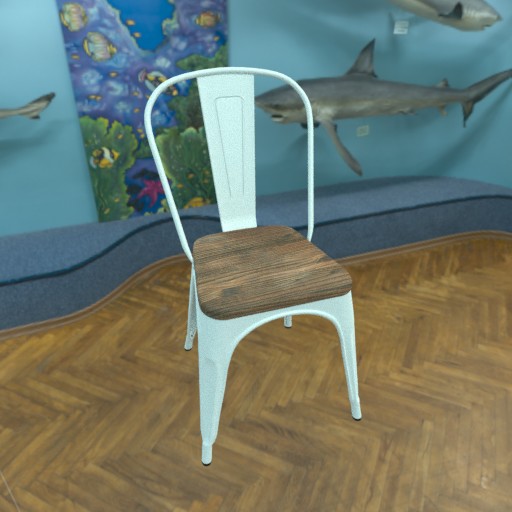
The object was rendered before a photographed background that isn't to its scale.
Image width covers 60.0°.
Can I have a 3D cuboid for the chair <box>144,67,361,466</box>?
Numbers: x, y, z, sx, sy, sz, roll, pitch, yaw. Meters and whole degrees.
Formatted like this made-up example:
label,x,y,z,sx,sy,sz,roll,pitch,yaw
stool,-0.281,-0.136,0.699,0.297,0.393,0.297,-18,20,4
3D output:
label,x,y,z,sx,sy,sz,roll,pitch,yaw
chair,0.000,0.000,1.161,0.452,0.851,0.521,-10,32,-16
